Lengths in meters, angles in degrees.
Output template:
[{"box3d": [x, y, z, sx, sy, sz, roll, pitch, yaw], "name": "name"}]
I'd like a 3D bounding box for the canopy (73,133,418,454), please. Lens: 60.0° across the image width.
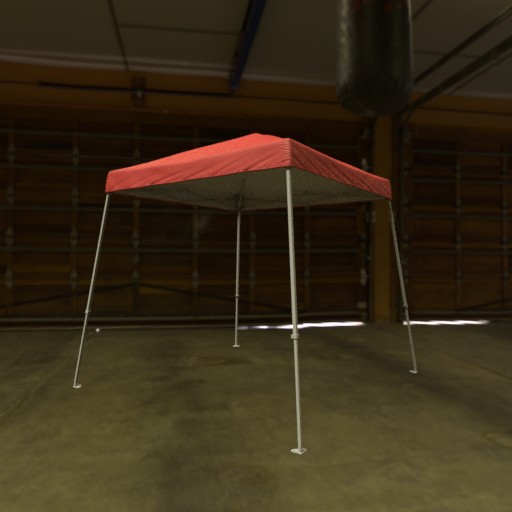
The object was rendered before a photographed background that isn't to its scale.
[{"box3d": [0.000, 0.000, 5.142, 2.848, 2.849, 2.849, 0, -1, 36], "name": "canopy"}]
